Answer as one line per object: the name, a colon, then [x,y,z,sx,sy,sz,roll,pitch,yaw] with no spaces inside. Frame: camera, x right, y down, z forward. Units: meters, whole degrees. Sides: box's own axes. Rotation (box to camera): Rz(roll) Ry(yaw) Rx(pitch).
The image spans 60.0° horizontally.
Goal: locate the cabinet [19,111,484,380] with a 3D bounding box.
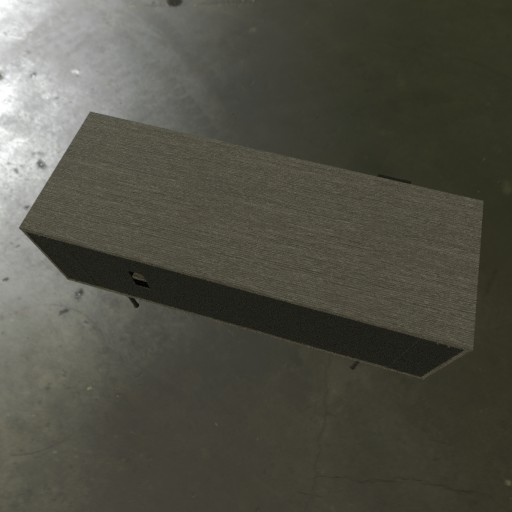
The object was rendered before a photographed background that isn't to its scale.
cabinet: [0.000,0.000,1.589,1.300,0.599,0.500,15,64,7]
